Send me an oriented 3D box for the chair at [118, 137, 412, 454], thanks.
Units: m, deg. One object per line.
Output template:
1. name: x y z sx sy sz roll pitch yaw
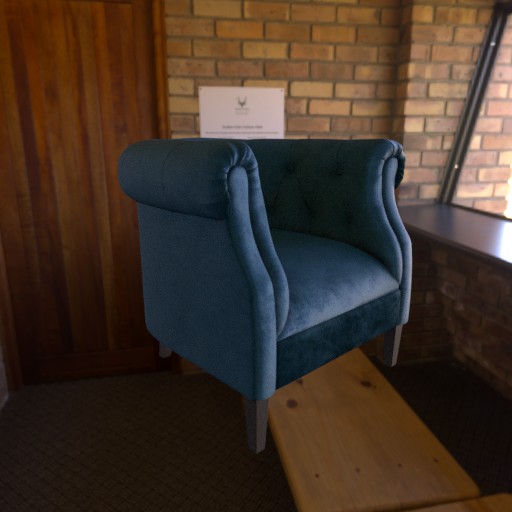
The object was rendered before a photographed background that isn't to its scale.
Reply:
1. chair: 0.000 0.000 1.603 0.904 0.826 0.851 -14 20 -41
